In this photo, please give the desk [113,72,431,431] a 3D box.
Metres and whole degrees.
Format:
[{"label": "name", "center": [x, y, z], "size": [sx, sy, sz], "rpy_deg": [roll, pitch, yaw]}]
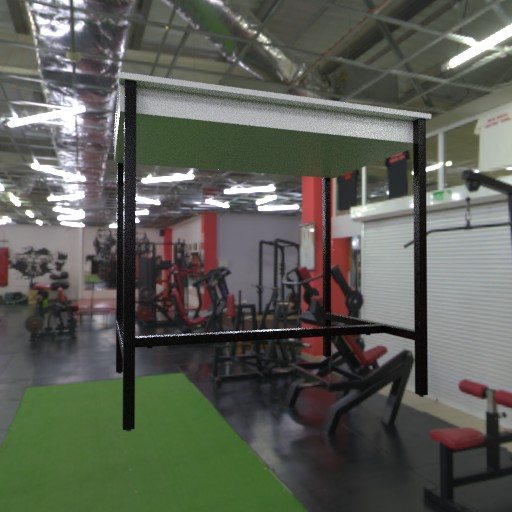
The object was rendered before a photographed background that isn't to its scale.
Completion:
[{"label": "desk", "center": [0.000, 0.000, 1.336], "size": [0.811, 0.766, 0.573], "rpy_deg": [0, -1, -19]}]
